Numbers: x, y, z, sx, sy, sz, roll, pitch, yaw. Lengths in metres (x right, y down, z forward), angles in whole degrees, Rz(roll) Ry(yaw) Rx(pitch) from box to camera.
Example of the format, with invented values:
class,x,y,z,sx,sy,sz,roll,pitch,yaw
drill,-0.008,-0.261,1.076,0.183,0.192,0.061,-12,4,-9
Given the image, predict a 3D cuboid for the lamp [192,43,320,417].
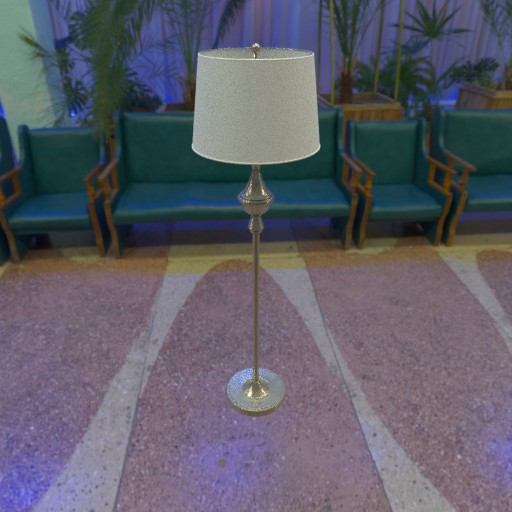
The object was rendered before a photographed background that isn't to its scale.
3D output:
class,x,y,z,sx,sy,sz,roll,pitch,yaw
lamp,0.000,0.000,1.714,0.431,1.488,0.431,0,30,0
